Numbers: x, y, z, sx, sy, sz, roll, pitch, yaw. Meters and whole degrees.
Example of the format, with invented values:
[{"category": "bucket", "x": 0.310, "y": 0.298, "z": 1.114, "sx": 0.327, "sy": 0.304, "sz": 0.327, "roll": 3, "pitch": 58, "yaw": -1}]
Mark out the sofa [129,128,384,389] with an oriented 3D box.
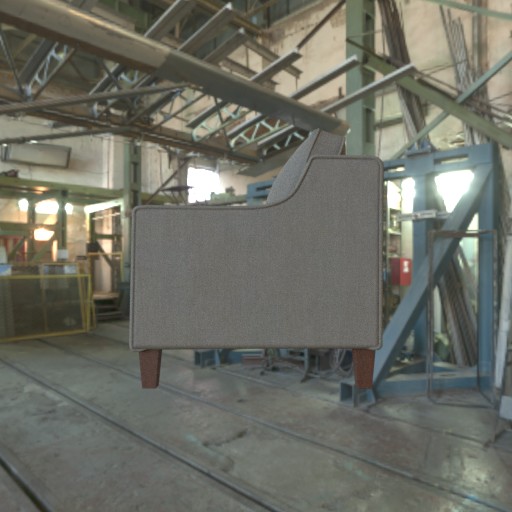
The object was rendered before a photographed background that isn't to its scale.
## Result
[{"category": "sofa", "x": 0.000, "y": 0.000, "z": 2.551, "sx": 0.911, "sy": 0.974, "sz": 1.986, "roll": 0, "pitch": -1, "yaw": 0}]
